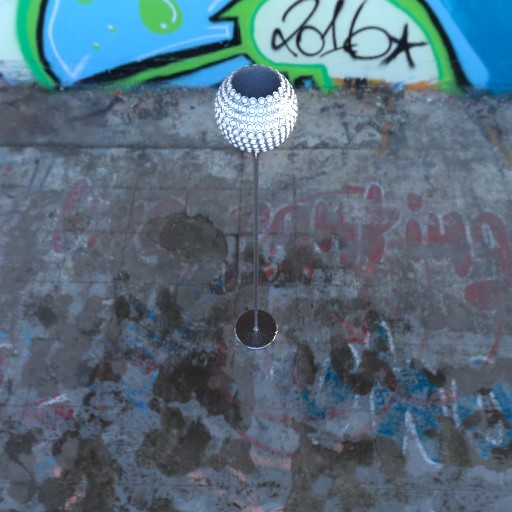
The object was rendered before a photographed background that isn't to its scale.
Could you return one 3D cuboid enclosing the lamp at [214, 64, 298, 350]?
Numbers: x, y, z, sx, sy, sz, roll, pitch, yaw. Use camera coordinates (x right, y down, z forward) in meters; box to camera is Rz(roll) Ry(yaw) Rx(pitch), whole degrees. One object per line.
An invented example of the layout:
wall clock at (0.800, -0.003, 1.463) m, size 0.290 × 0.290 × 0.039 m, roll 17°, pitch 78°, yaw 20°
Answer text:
lamp at (0.000, 0.000, 1.923) m, size 0.254 × 1.805 × 0.254 m, roll 0°, pitch 60°, yaw 0°
